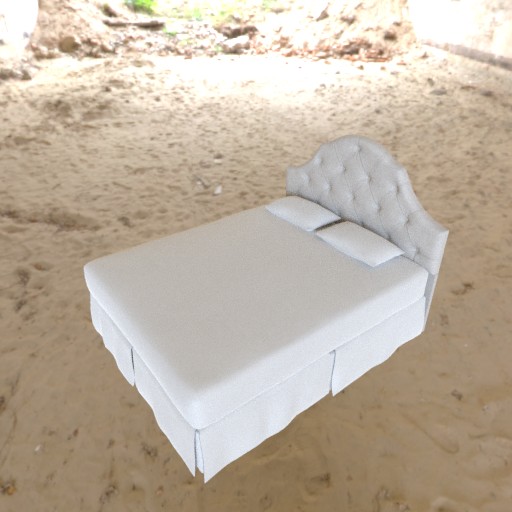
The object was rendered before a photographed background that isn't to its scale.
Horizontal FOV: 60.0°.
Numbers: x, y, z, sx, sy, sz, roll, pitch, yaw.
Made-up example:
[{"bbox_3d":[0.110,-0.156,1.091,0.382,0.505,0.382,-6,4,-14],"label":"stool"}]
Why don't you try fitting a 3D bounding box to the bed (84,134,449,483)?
[{"bbox_3d":[0.000,0.000,3.767,2.477,1.617,2.039,-22,37,-31],"label":"bed"}]
